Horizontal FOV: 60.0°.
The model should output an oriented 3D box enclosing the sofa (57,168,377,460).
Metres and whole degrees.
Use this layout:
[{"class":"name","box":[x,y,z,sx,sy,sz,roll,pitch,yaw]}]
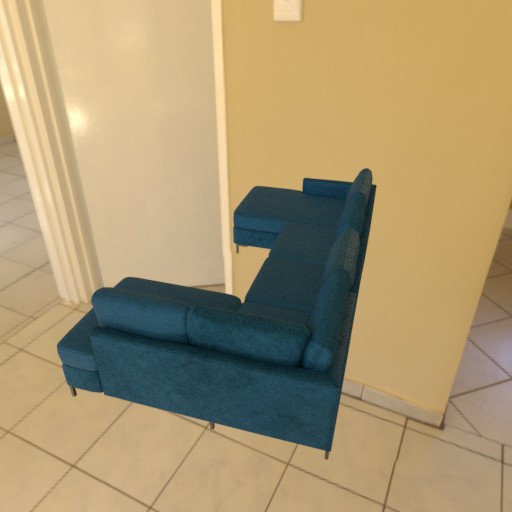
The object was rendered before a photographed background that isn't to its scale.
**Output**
[{"class":"sofa","box":[0.000,0.000,4.382,2.055,0.992,3.434,9,32,14]}]
